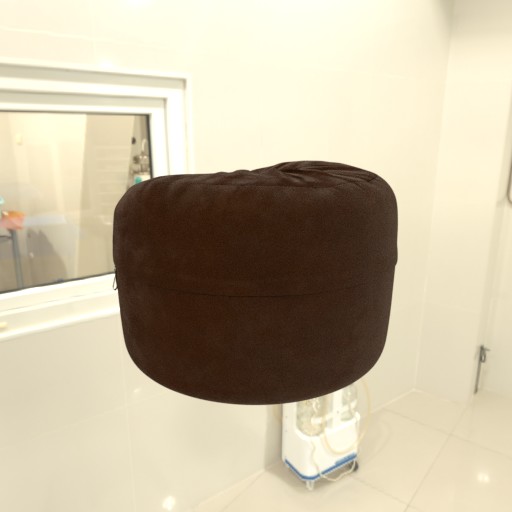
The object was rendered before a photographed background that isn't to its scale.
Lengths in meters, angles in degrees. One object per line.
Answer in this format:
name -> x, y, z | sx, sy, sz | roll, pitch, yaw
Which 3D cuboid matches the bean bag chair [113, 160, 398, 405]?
bean bag chair -> 0.000, 0.000, 1.504 | 0.918, 0.616, 0.918 | 0, 15, 0
